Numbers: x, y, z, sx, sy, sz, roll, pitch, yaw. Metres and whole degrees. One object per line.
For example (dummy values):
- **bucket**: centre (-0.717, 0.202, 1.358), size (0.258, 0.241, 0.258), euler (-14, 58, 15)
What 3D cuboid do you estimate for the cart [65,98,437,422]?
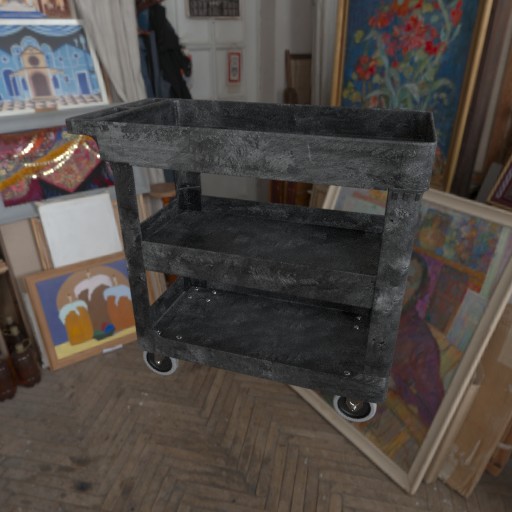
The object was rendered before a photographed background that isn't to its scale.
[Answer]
- **cart**: centre (0.000, 0.000, 1.337), size (0.877, 0.824, 0.420), euler (8, 28, 16)
